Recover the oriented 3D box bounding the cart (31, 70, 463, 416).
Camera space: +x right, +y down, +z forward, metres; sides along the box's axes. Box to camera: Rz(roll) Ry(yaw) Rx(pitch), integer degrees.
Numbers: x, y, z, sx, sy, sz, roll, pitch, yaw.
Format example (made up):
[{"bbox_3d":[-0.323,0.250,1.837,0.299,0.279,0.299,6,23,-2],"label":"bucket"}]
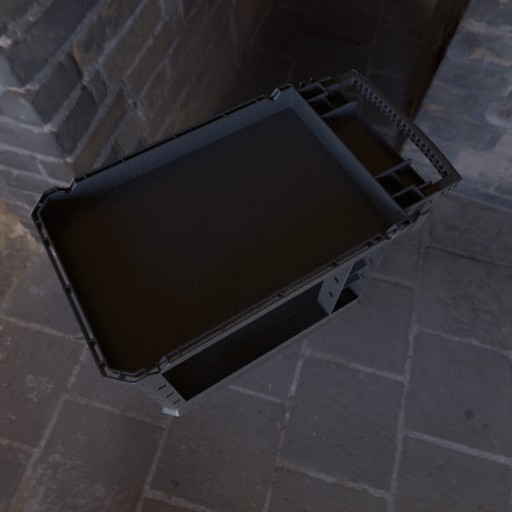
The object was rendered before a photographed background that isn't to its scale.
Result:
[{"bbox_3d":[0.000,0.000,1.752,1.239,0.884,0.674,-28,67,-13],"label":"cart"}]
